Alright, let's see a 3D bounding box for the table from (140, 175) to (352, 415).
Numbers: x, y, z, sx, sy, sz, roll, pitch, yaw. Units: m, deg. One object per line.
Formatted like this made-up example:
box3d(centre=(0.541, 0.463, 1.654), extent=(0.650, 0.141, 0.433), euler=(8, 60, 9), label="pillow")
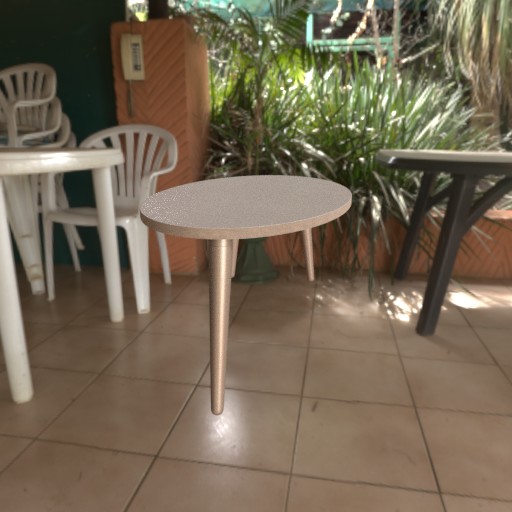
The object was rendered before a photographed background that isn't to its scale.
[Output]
box3d(centre=(0.000, 0.000, 1.336), extent=(0.542, 0.390, 1.083), euler=(2, 15, 8), label="table")
